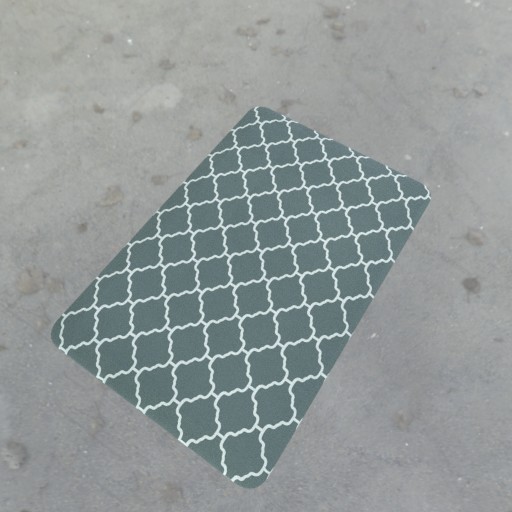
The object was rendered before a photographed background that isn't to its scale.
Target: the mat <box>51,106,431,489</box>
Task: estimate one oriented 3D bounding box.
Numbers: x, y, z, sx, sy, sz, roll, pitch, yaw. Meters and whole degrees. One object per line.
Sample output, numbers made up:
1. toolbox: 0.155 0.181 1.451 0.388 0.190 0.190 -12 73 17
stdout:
1. mat: 0.000 0.000 0.952 0.508 0.021 0.762 31 67 15
